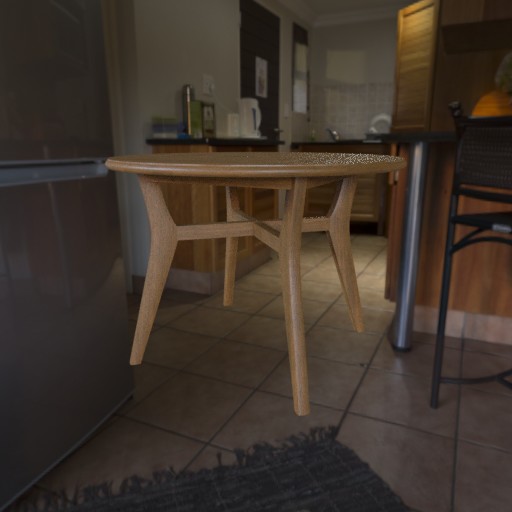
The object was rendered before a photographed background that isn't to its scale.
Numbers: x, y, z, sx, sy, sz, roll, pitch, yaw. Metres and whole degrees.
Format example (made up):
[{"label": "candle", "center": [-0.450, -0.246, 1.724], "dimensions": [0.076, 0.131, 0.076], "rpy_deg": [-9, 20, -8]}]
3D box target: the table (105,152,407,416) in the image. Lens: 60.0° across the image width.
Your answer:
[{"label": "table", "center": [0.000, 0.000, 1.726], "dimensions": [1.055, 0.757, 1.055], "rpy_deg": [0, 15, 0]}]
